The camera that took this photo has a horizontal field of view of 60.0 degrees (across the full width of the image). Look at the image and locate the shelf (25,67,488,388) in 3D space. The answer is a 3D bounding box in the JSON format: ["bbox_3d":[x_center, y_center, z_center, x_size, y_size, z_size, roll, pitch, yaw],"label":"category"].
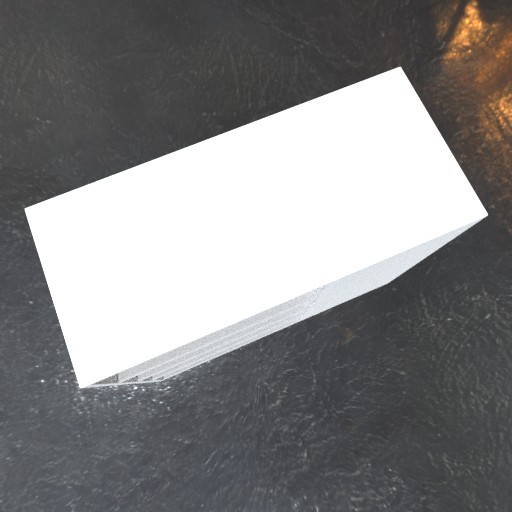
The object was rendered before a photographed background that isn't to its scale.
[{"bbox_3d":[0.000,0.000,1.287,0.895,0.732,0.396,-22,76,-6],"label":"shelf"}]
